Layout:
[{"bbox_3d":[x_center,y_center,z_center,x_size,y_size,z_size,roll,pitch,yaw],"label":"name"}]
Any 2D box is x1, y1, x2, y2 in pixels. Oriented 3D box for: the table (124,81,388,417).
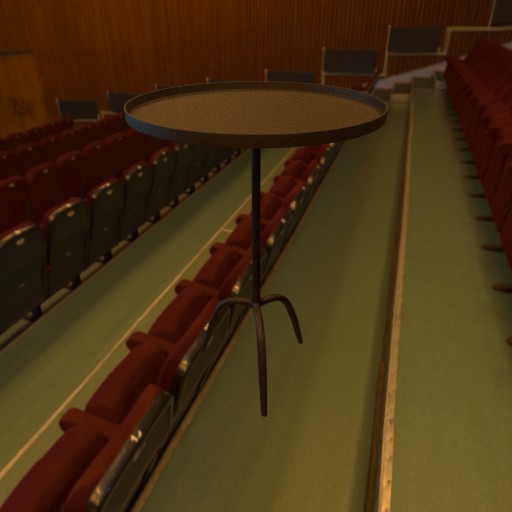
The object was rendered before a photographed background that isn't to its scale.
[{"bbox_3d":[0.000,0.000,1.043,0.502,0.700,0.502,9,31,15],"label":"table"}]
